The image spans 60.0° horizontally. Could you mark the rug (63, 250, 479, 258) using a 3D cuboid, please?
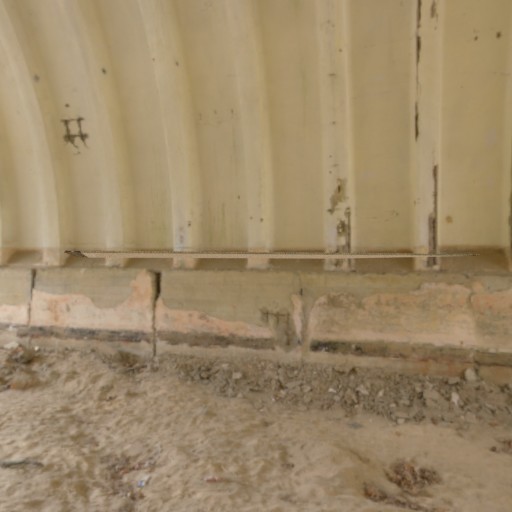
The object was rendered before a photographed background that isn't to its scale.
[{"bbox_3d":[0.000,0.000,2.353,1.802,0.008,1.247,0,-1,-20],"label":"rug"}]
